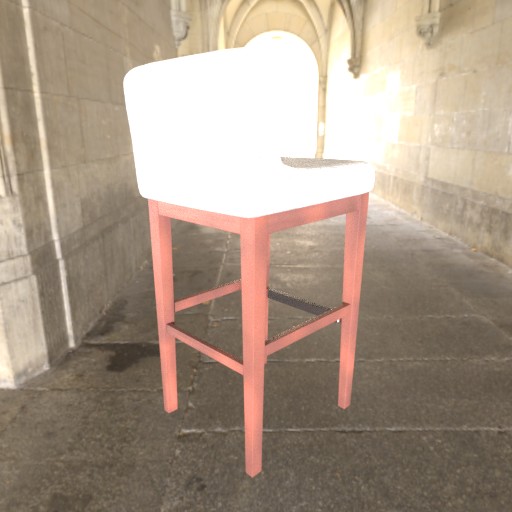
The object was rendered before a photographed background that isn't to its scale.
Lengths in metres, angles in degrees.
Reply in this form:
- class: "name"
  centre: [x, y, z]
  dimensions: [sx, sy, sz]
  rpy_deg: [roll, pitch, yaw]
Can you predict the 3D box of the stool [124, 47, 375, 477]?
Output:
- class: "stool"
  centre: [0.000, 0.000, 1.210]
  dimensions: [0.499, 0.965, 0.426]
  rpy_deg: [-15, 22, -43]
